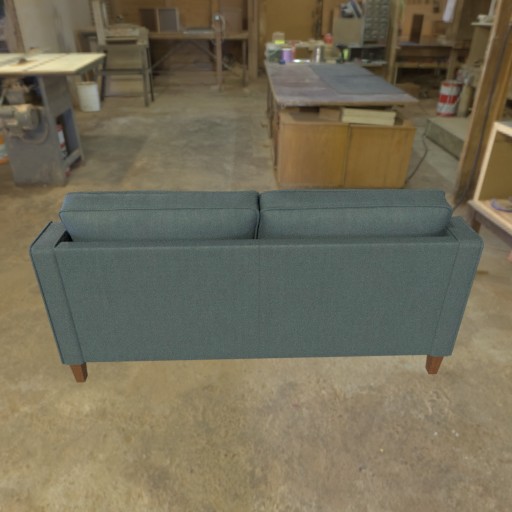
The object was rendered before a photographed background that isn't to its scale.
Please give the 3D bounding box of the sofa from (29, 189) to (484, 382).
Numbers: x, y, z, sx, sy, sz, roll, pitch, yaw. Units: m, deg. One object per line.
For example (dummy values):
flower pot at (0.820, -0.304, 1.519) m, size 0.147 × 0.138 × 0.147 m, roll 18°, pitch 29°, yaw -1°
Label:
sofa at (0.000, 0.000, 2.738) m, size 2.178 × 1.071 × 1.066 m, roll -1°, pitch 30°, yaw -2°
